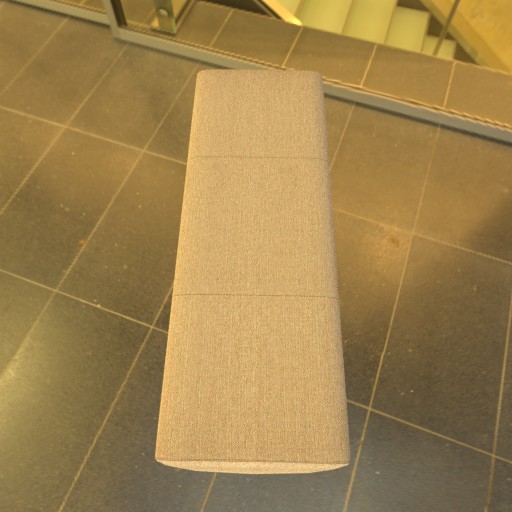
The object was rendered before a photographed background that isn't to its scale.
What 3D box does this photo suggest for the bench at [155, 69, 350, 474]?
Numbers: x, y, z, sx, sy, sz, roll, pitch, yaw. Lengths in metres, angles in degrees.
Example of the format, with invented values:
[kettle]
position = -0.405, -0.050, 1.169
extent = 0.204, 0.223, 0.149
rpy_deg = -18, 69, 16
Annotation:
[bench]
position = 0.000, 0.000, 1.441
extent = 0.446, 0.438, 1.269
rpy_deg = 1, 63, 0
